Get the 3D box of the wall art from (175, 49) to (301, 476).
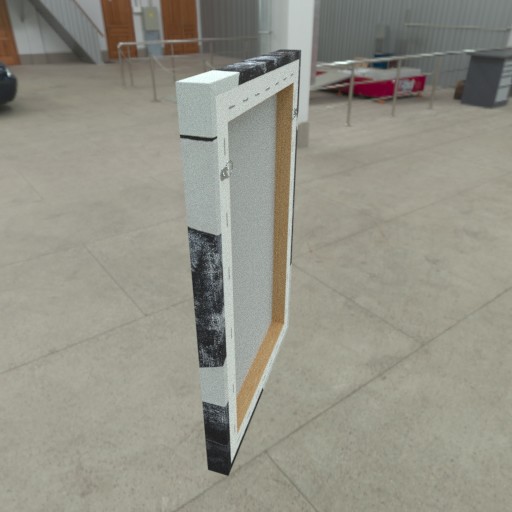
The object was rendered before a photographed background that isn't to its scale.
[{"bbox_3d":[0.000,0.000,0.755,0.039,0.610,0.407,9,31,15],"label":"wall art"}]
